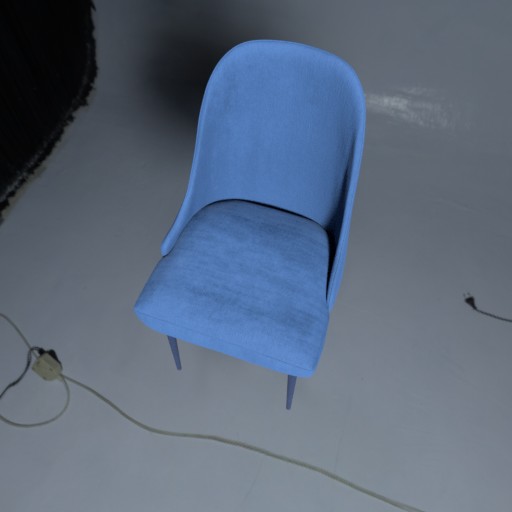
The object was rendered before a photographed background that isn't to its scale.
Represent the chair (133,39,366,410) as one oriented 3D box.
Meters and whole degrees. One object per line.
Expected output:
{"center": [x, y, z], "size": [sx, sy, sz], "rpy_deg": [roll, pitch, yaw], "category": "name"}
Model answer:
{"center": [0.000, 0.000, 1.198], "size": [0.478, 0.896, 0.559], "rpy_deg": [17, 59, 10], "category": "chair"}
